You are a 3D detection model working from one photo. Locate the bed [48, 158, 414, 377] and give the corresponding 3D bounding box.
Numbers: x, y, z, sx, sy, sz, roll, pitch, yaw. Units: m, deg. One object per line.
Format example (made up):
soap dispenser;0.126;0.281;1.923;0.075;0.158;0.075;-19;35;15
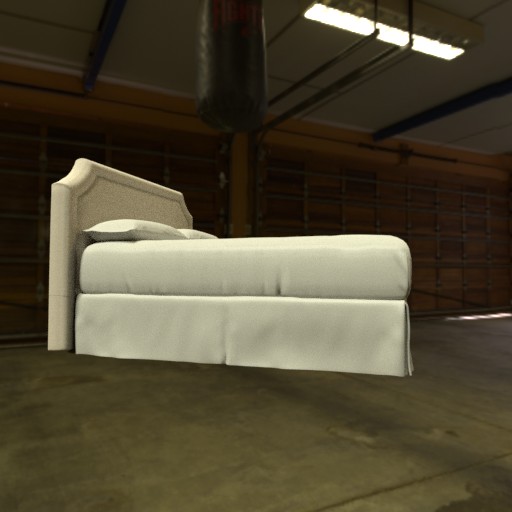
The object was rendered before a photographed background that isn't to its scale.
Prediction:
bed;0.000;0.000;3.308;2.164;1.297;1.828;-1;-2;18
